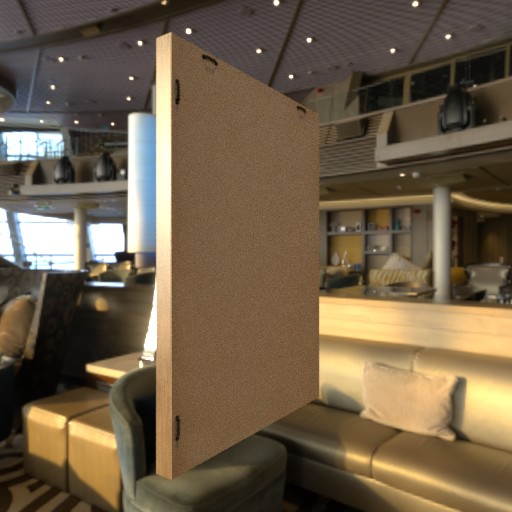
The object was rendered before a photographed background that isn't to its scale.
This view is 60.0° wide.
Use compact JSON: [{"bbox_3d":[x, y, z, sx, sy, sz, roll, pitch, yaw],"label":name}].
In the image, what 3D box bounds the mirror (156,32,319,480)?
[{"bbox_3d":[0.000,0.000,0.917,0.040,0.710,0.507,0,0,35],"label":"mirror"}]
